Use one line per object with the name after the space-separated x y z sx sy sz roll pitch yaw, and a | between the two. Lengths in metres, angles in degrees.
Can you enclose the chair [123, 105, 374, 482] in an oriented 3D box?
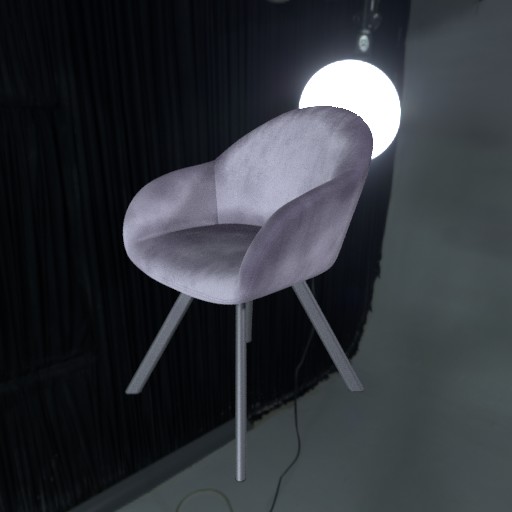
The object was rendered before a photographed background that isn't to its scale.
0.000 0.000 1.205 0.550 0.795 0.590 15 22 43 | chair
